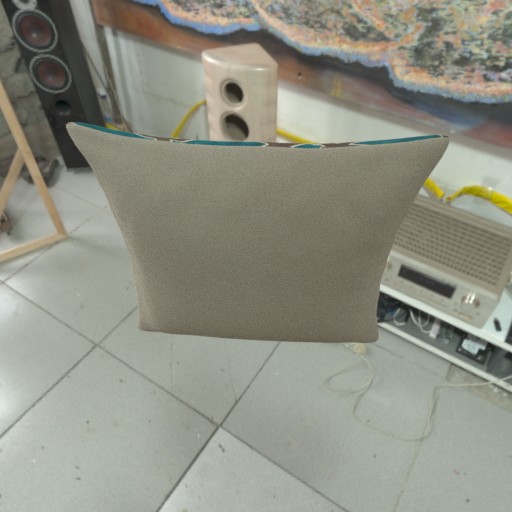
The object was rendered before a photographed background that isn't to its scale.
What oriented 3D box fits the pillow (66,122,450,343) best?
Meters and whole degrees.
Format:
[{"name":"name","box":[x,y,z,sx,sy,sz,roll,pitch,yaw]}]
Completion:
[{"name":"pillow","box":[0.000,0.000,0.787,0.526,0.507,0.166,3,46,3]}]
